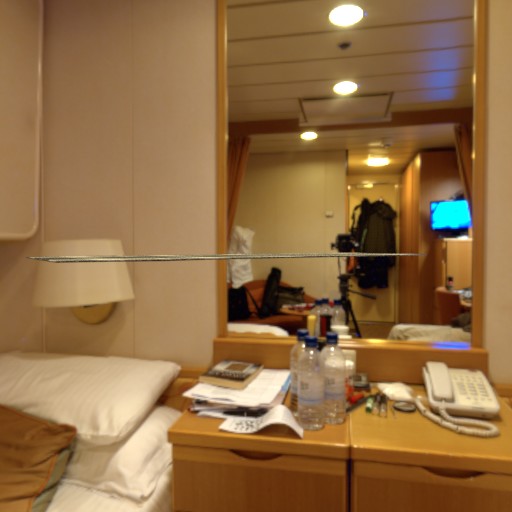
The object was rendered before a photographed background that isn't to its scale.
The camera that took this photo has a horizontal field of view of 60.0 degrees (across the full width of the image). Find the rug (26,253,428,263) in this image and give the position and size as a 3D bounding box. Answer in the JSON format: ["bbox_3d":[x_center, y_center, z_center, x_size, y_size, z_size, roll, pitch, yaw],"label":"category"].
[{"bbox_3d":[0.000,0.000,2.722,2.434,0.012,0.760,-1,2,-35],"label":"rug"}]
